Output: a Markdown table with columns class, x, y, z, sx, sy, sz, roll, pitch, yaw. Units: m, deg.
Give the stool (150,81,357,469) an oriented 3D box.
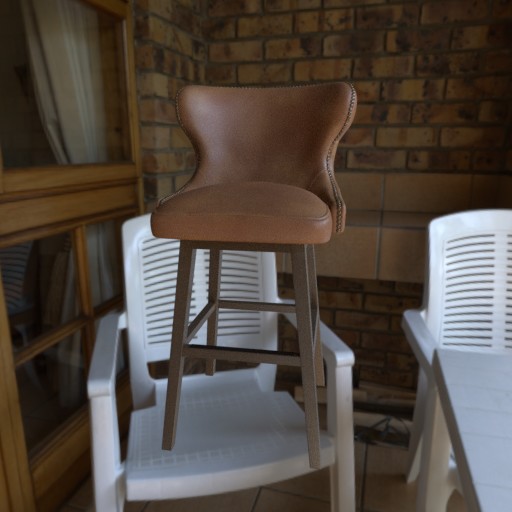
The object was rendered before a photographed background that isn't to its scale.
| class | x | y | z | sx | sy | sz | roll | pitch | yaw |
| --- | --- | --- | --- | --- | --- | --- | --- | --- | --- |
| stool | 0.000 | 0.000 | 1.420 | 0.591 | 1.087 | 0.606 | 2 | 14 | 10 |
